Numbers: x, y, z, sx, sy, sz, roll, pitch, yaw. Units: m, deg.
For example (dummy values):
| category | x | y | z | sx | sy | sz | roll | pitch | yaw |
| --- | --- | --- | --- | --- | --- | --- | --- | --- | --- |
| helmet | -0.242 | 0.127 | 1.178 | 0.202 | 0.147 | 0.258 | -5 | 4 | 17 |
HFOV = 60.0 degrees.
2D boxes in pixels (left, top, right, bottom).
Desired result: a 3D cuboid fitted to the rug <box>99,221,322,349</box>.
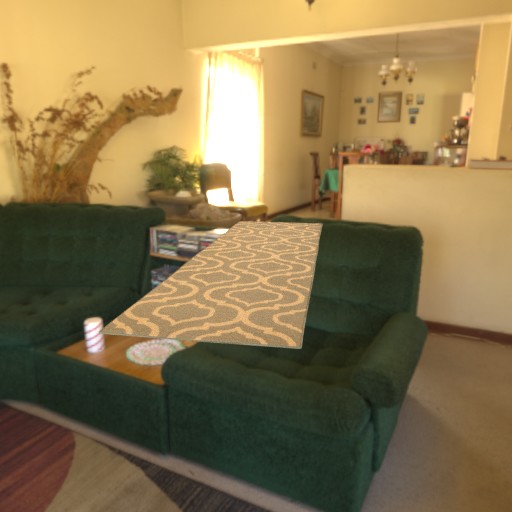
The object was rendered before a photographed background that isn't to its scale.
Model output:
| category | x | y | z | sx | sy | sz | roll | pitch | yaw |
| --- | --- | --- | --- | --- | --- | --- | --- | --- | --- |
| rug | 0.000 | 0.000 | 2.514 | 0.684 | 0.009 | 2.275 | 2 | 14 | 10 |
